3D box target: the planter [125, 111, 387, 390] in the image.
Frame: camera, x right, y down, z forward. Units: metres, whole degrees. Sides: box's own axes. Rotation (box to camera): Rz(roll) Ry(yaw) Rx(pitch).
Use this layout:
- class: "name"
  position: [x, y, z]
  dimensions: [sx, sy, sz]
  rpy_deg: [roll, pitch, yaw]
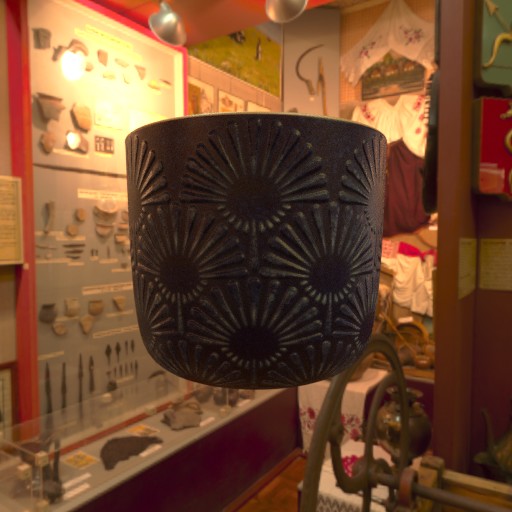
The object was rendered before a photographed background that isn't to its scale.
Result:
- class: "planter"
  position: [0.000, 0.000, 0.221]
  dimensions: [0.124, 0.109, 0.124]
  rpy_deg: [0, 3, 0]
